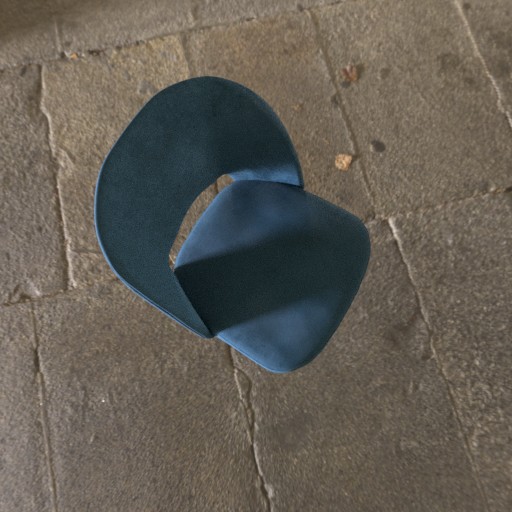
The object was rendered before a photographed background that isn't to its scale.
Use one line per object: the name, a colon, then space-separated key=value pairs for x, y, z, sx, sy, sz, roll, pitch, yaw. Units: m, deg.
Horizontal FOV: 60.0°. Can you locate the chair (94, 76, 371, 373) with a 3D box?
chair: x=0.000 y=0.000 z=1.222 sx=0.577 sy=0.860 sz=0.527 roll=31 pitch=78 yaw=7
